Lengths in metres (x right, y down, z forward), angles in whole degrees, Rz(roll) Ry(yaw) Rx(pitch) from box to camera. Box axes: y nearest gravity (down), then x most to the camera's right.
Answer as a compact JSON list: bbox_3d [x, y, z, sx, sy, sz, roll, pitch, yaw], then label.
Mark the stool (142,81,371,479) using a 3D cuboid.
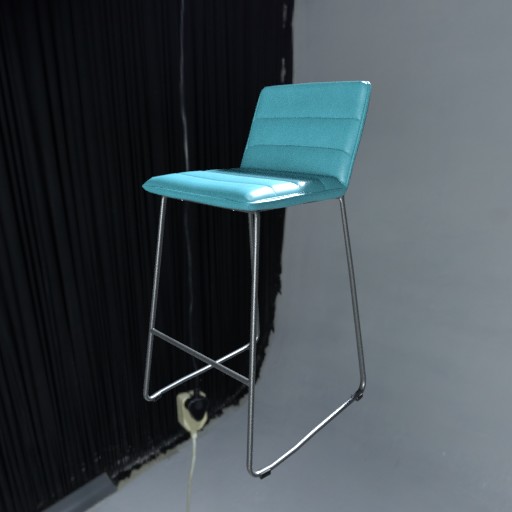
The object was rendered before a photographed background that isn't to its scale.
[{"bbox_3d":[0.000,0.000,1.252,0.489,0.936,0.524,16,23,41],"label":"stool"}]
